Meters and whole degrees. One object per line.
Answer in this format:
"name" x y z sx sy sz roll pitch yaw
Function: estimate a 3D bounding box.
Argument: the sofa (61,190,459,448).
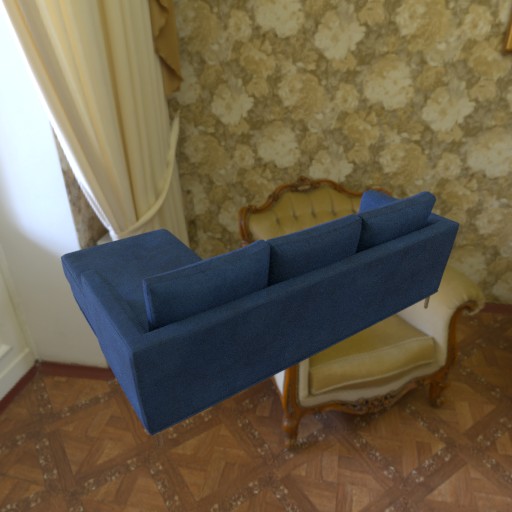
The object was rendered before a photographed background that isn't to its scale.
"sofa" 0.000 0.000 3.264 2.438 0.987 1.622 -18 34 -30
